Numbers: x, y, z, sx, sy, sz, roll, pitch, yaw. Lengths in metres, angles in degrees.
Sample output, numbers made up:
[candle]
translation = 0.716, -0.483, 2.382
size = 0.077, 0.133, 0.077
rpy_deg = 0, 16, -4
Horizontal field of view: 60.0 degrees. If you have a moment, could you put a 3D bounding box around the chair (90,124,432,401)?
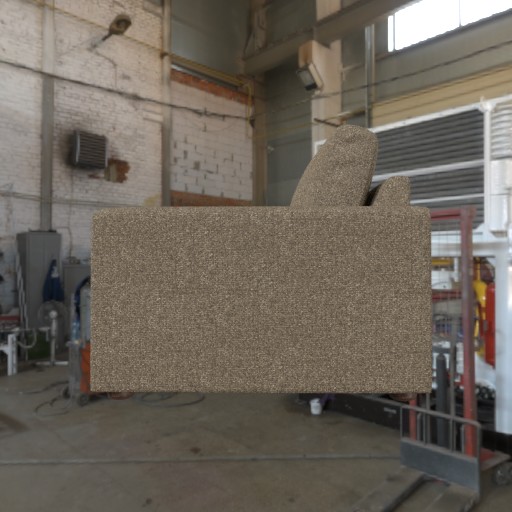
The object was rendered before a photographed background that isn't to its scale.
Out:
[chair]
translation = 0.000, 0.000, 1.758
size = 1.016, 0.873, 1.005
rpy_deg = 0, -1, 1
